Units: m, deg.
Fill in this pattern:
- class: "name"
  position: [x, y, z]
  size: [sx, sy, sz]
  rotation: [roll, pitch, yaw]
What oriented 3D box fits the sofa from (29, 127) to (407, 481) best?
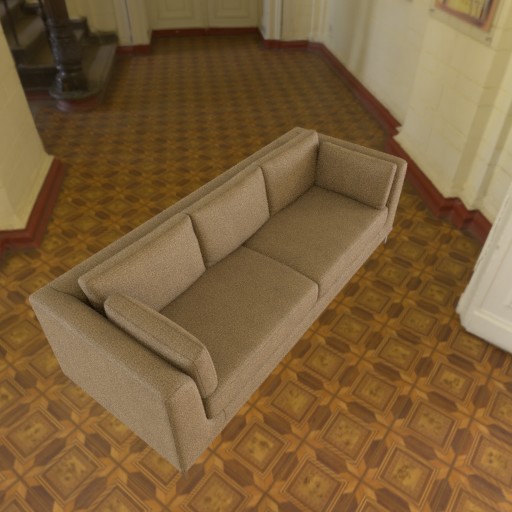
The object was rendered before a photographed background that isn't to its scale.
- class: "sofa"
  position: [0.000, 0.000, 2.864]
  size: [0.969, 0.867, 2.415]
  rotation: [26, 47, 27]
